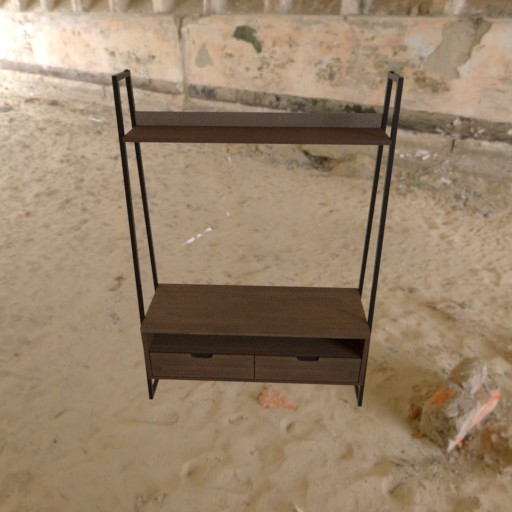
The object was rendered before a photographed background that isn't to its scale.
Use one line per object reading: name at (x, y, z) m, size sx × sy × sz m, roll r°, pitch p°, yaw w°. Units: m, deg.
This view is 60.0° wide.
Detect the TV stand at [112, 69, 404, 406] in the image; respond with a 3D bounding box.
TV stand at (0.000, 0.000, 2.333) m, size 1.250 × 1.772 × 0.432 m, roll 1°, pitch 30°, yaw 2°
